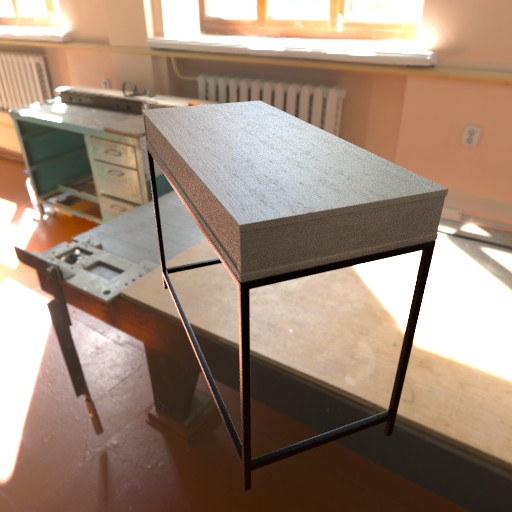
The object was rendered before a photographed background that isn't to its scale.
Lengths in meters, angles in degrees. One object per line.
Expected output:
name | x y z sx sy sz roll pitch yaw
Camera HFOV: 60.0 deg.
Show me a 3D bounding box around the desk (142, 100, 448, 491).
desk | 0.000 0.000 1.436 0.470 0.762 1.016 -11 32 -19
